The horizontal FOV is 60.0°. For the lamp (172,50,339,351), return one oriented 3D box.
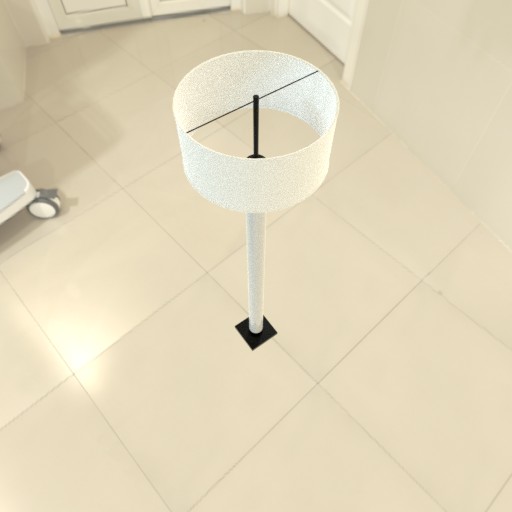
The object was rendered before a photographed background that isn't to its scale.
[{"bbox_3d":[0.000,0.000,1.725,0.420,1.475,0.420,-31,63,-18],"label":"lamp"}]
